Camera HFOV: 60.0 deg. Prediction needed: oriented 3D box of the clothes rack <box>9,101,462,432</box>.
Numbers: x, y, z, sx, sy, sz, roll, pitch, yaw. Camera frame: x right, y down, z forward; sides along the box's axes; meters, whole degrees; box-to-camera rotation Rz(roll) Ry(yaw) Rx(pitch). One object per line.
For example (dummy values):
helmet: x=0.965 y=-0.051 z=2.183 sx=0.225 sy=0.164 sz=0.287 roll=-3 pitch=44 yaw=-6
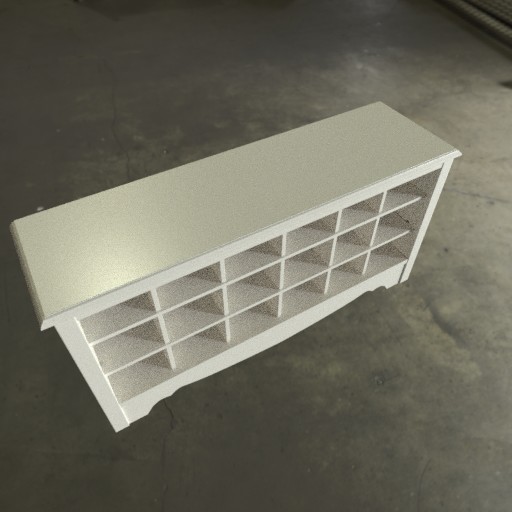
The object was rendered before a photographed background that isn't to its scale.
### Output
clothes rack: x=0.000 y=0.000 z=1.296 sx=1.120 sy=0.531 sz=0.324 roll=-23 pitch=51 yaw=-20
